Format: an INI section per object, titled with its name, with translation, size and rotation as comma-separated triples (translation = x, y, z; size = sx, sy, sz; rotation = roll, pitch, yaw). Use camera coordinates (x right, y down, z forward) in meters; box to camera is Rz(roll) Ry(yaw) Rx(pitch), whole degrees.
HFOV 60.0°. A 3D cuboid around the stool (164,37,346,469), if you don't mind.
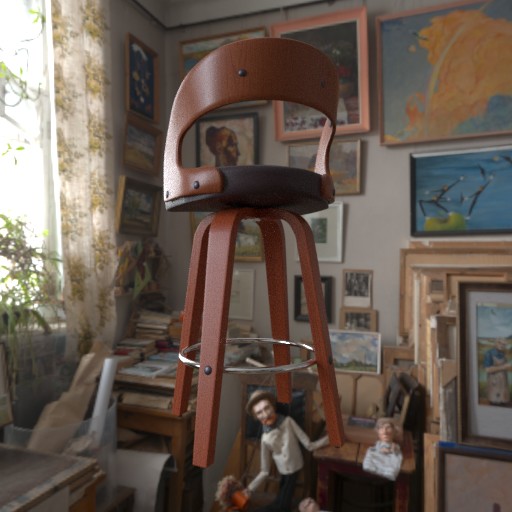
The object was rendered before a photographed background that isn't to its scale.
[stool]
translation = 0.000, 0.000, 1.169
size = 0.457, 0.940, 0.457
rotation = 0, 0, -19
